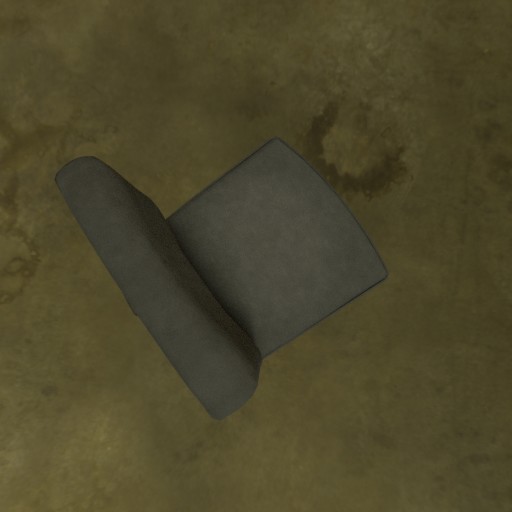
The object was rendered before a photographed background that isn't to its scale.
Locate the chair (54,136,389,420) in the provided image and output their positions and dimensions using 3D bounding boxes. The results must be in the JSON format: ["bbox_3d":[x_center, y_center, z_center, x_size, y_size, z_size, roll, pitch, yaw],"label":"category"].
[{"bbox_3d":[0.000,0.000,1.157,0.554,0.806,0.521,-35,79,-8],"label":"chair"}]
